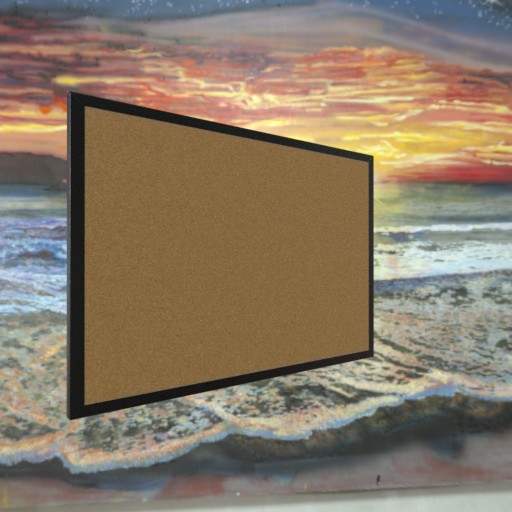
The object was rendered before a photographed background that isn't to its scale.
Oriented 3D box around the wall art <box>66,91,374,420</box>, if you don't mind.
[{"bbox_3d":[0.000,0.000,0.548,0.440,0.306,0.013,0,0,-37],"label":"wall art"}]
